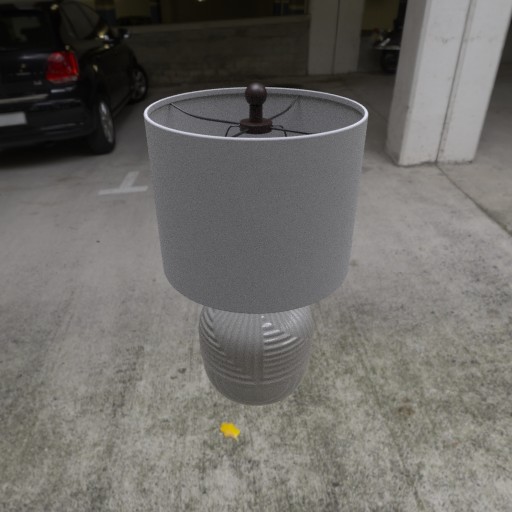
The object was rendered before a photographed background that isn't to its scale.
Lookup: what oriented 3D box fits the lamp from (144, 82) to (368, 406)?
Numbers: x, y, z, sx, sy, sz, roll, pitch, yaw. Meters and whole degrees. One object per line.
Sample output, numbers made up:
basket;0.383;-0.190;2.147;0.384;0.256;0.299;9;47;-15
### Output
lamp;0.000;0.000;0.768;0.318;0.567;0.318;0;31;0
